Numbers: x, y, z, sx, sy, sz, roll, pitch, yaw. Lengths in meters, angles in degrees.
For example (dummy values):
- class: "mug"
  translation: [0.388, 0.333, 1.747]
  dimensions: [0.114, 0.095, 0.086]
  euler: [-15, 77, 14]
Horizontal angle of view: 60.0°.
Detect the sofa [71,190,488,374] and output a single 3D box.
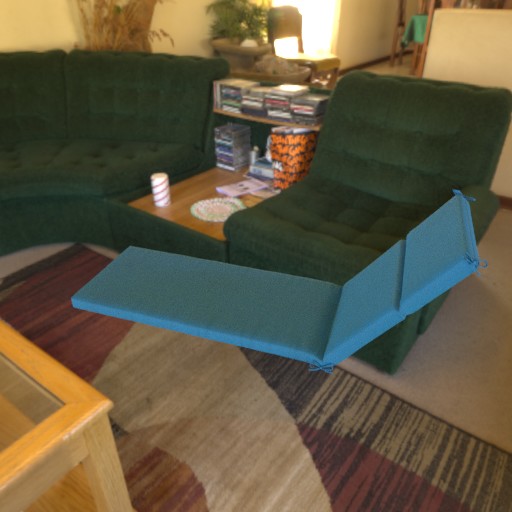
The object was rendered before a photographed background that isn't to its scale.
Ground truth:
- class: "sofa"
  translation: [0.000, 0.000, 1.917]
  dimensions: [1.663, 0.622, 0.582]
  euler: [10, 33, 16]
